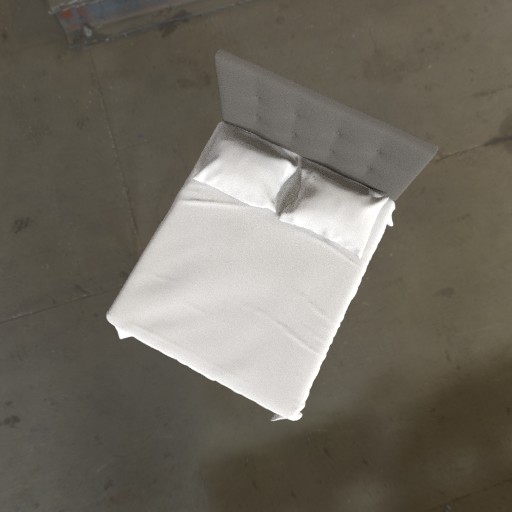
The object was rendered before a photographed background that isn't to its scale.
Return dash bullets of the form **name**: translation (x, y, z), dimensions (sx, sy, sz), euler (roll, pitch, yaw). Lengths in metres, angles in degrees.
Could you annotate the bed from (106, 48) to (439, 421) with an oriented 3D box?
- **bed**: translation (0.000, 0.000, 3.490), dimensions (1.936, 1.577, 2.222), euler (27, 78, 6)
